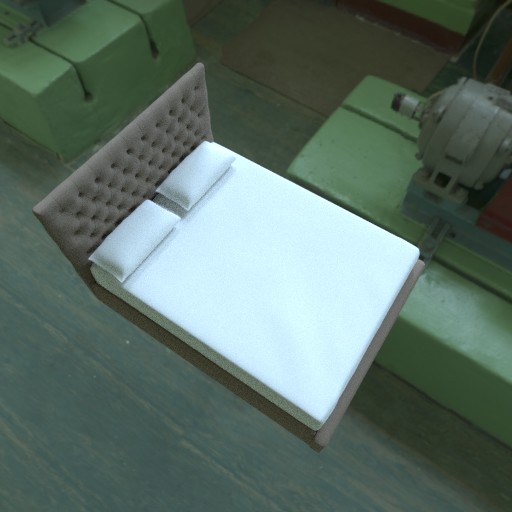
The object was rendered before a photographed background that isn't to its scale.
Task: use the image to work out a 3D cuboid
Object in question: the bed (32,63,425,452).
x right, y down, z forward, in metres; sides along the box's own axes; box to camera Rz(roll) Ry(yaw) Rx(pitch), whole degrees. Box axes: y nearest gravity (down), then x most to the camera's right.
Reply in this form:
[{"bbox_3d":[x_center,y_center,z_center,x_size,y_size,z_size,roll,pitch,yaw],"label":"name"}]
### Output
[{"bbox_3d":[0.000,0.000,3.352,2.233,1.426,1.696,30,65,16],"label":"bed"}]
